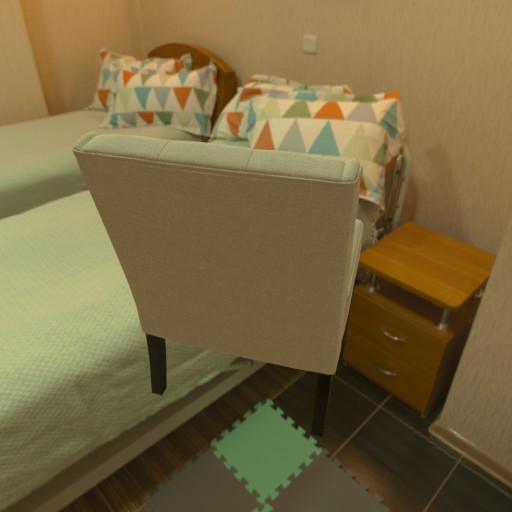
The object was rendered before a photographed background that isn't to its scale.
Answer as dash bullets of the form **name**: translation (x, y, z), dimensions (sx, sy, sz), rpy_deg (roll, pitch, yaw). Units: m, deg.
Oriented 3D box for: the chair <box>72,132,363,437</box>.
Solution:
- **chair**: translation (0.000, 0.000, 1.282), dimensions (0.569, 0.853, 0.676), rpy_deg (9, 34, 14)
